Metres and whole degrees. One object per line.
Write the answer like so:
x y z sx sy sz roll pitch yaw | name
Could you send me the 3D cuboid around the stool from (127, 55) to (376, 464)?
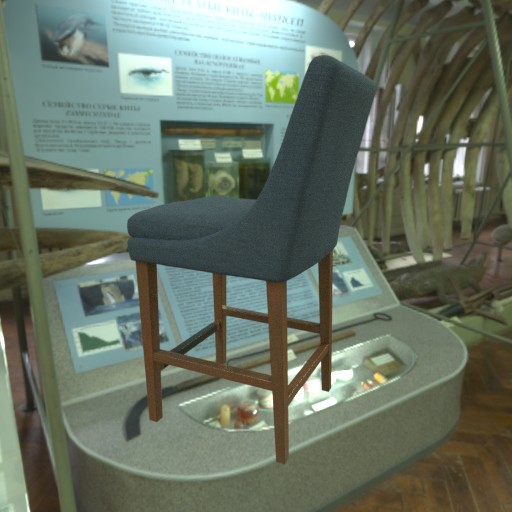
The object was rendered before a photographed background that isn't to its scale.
0.000 0.000 1.286 0.577 0.981 0.470 7 16 25 | stool
